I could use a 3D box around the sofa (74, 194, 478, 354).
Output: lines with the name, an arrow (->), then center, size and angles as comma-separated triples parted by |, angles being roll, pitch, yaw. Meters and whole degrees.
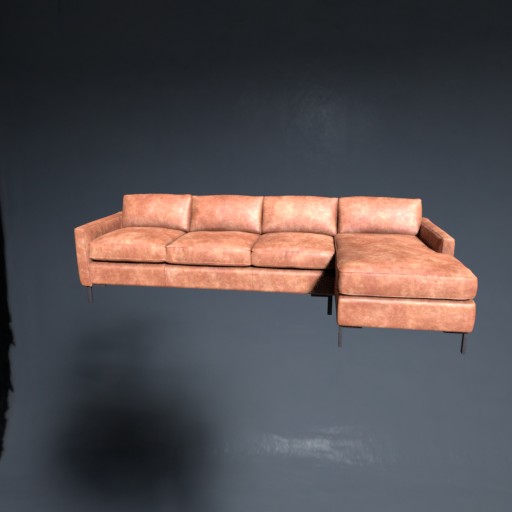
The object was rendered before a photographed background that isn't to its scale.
sofa -> 0.000, 0.000, 3.607 | 2.993, 0.859, 1.471 | 2, 14, 8
